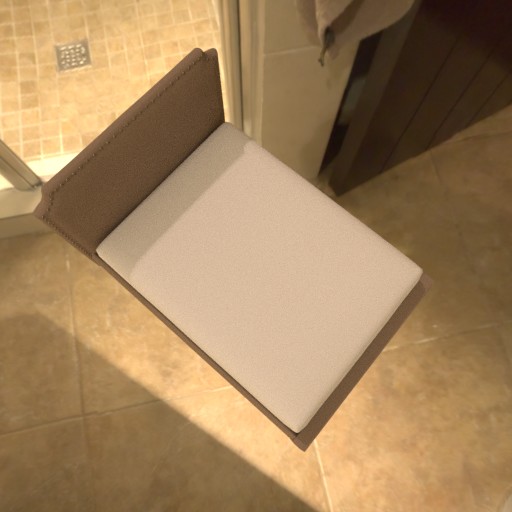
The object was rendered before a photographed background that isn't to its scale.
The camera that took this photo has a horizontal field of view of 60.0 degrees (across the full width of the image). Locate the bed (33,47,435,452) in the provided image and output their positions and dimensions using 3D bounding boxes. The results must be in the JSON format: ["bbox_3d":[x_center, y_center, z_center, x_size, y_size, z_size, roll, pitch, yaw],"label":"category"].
[{"bbox_3d":[0.000,0.000,3.357,2.372,1.443,1.713,40,77,11],"label":"bed"}]
